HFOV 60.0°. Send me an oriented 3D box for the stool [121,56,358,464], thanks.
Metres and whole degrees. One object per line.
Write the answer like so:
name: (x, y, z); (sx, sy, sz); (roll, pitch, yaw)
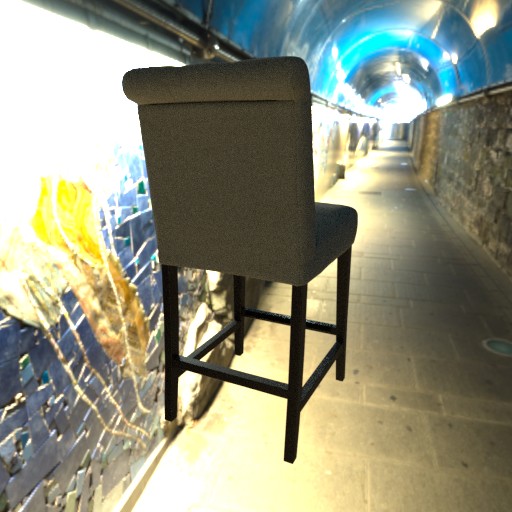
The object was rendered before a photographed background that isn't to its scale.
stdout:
stool: (0.000, 0.000, 1.359); (0.493, 1.040, 0.601); (8, 18, 25)
